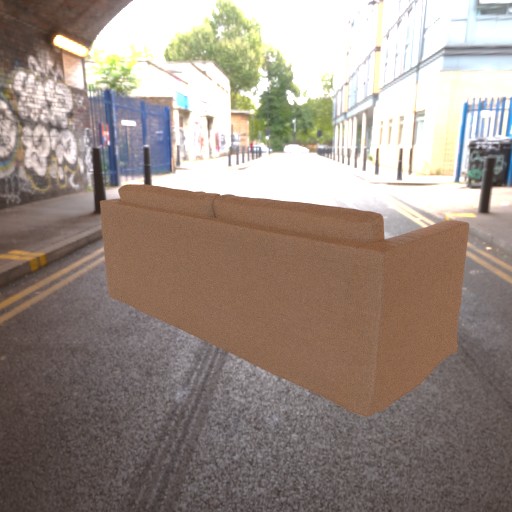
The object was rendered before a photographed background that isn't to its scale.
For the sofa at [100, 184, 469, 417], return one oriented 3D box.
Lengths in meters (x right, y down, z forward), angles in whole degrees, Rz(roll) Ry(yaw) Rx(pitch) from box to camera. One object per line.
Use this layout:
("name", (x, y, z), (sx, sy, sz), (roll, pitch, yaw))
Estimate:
("sofa", (0.000, 0.000, 2.824), (2.296, 0.847, 0.956), (13, 20, 43))
